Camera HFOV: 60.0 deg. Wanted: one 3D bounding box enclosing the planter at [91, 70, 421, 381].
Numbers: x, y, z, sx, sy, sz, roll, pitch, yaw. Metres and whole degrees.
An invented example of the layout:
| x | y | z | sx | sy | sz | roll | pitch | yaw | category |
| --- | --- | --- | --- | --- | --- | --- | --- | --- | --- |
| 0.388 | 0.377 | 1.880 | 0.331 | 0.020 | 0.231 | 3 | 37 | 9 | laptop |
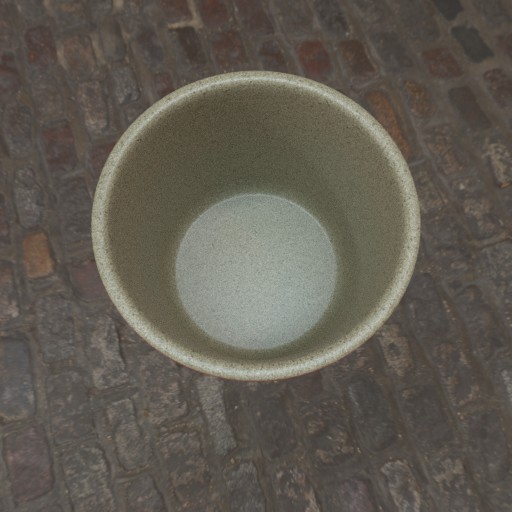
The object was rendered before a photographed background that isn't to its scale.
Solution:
| x | y | z | sx | sy | sz | roll | pitch | yaw | category |
| --- | --- | --- | --- | --- | --- | --- | --- | --- | --- |
| 0.000 | 0.000 | 0.352 | 0.191 | 0.200 | 0.191 | 0 | 75 | 0 | planter |
